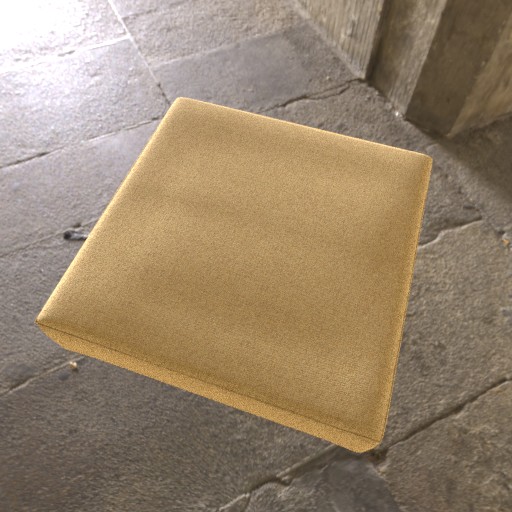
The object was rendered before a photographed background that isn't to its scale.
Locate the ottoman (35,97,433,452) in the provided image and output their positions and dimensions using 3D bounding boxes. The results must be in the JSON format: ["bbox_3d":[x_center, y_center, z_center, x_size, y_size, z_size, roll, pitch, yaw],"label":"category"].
[{"bbox_3d":[0.000,0.000,1.494,0.970,0.378,0.981,16,61,9],"label":"ottoman"}]
